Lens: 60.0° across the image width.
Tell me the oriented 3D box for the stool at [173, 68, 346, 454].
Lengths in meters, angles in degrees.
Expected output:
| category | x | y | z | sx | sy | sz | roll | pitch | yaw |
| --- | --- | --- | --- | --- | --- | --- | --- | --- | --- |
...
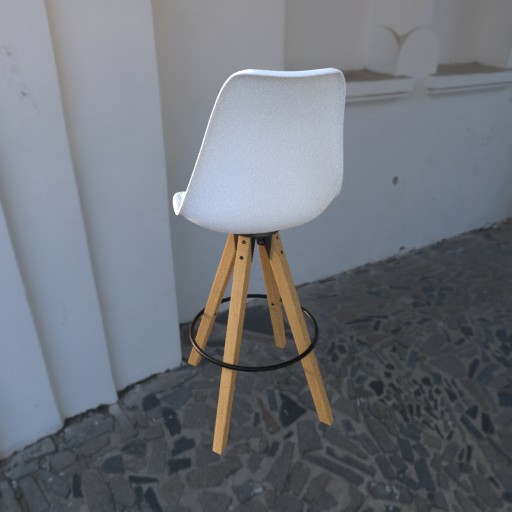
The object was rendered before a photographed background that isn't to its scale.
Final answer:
| category | x | y | z | sx | sy | sz | roll | pitch | yaw |
| --- | --- | --- | --- | --- | --- | --- | --- | --- | --- |
| stool | 0.000 | 0.000 | 1.399 | 0.482 | 1.115 | 0.549 | -8 | 27 | -16 |
